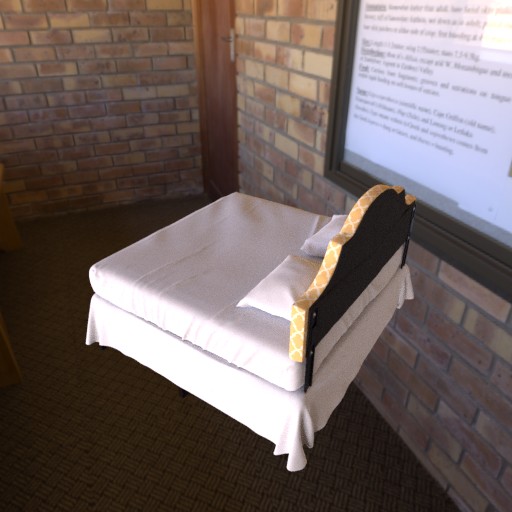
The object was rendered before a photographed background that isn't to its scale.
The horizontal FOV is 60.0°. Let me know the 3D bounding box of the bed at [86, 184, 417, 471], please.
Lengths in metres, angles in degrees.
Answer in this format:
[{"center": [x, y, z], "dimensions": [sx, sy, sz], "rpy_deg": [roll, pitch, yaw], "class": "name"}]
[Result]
[{"center": [0.000, 0.000, 3.771], "dimensions": [2.222, 1.601, 2.314], "rpy_deg": [19, 35, 30], "class": "bed"}]
